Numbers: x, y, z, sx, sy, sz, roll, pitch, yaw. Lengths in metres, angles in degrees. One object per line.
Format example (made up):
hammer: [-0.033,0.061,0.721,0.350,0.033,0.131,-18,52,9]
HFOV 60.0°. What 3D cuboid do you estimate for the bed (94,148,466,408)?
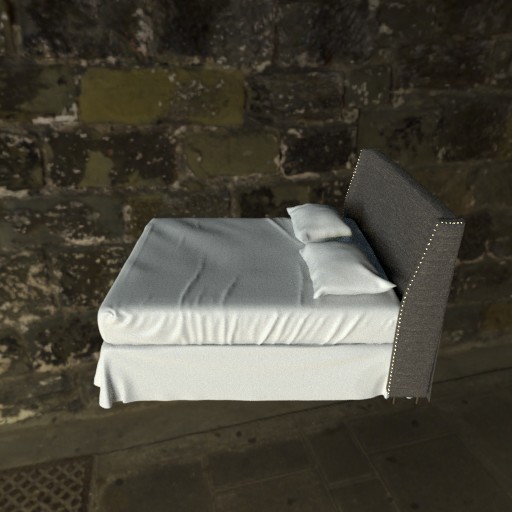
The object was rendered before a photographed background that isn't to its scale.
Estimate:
bed: [0.000,0.000,3.500,2.276,1.332,1.925,0,26,0]
